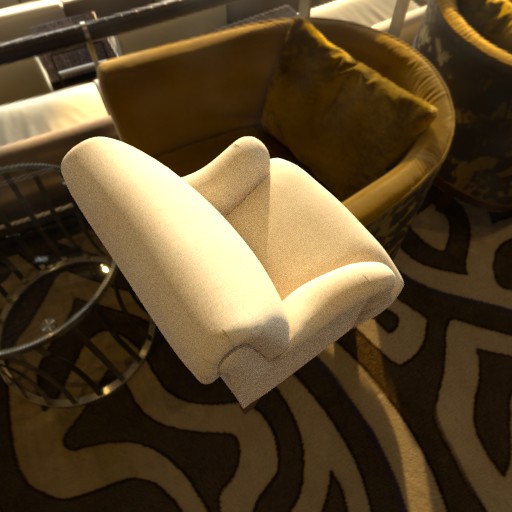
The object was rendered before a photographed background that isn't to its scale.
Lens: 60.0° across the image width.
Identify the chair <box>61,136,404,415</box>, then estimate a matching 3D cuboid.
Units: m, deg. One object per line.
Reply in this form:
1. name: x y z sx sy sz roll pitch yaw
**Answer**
1. chair: 0.000 0.000 1.534 0.842 0.944 0.766 -32 64 -18
